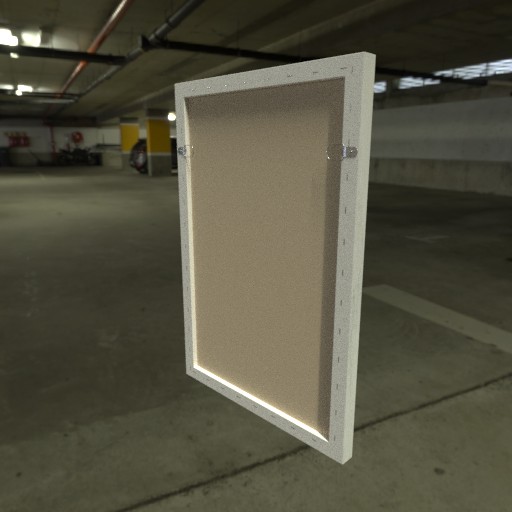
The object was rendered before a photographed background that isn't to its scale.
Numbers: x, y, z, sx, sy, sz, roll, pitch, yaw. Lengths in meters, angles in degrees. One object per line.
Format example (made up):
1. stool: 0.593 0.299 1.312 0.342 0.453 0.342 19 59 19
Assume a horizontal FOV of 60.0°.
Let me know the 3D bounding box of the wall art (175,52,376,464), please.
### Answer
1. wall art: 0.000 0.000 1.178 0.624 0.914 0.043 13 19 43
